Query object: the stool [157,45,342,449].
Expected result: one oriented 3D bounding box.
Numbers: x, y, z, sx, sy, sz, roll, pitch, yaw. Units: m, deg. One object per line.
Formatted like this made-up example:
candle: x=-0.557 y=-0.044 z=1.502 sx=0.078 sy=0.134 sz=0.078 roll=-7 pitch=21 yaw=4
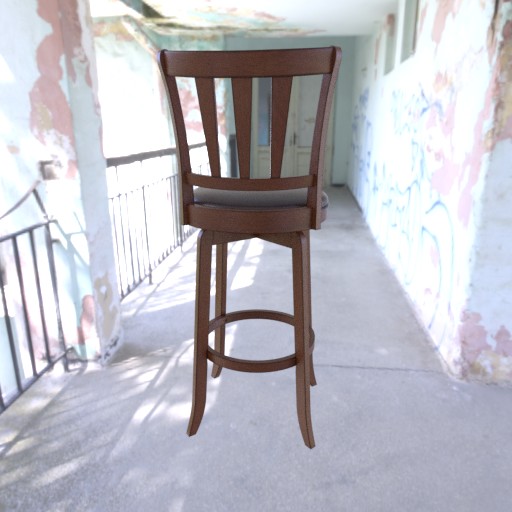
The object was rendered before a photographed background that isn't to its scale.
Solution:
stool: x=0.000 y=0.000 z=1.422 sx=0.464 sy=1.177 sz=0.503 roll=2 pitch=18 yaw=8
